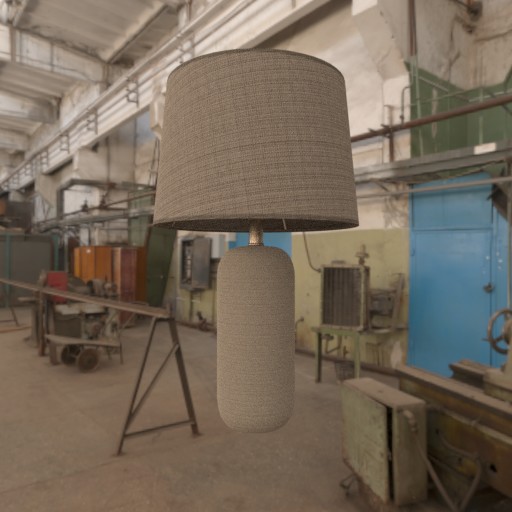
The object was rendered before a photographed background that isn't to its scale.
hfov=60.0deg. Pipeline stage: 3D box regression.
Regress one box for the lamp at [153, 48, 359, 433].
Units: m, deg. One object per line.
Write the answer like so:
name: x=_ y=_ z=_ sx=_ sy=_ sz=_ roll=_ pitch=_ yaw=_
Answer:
lamp: x=0.000 y=0.000 z=0.808 sx=0.367 sy=0.609 sz=0.367 roll=0 pitch=0 yaw=0
